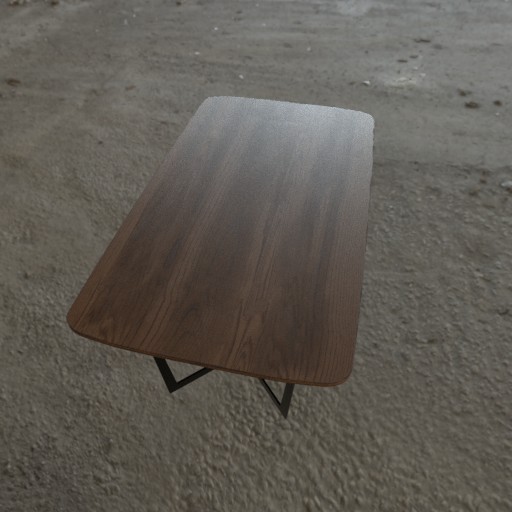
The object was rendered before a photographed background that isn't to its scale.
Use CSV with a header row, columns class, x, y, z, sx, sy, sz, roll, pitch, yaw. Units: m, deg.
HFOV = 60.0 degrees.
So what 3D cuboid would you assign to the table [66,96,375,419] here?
class,x,y,z,sx,sy,sz,roll,pitch,yaw
table,0.000,0.000,2.157,0.949,0.765,1.643,9,47,9
